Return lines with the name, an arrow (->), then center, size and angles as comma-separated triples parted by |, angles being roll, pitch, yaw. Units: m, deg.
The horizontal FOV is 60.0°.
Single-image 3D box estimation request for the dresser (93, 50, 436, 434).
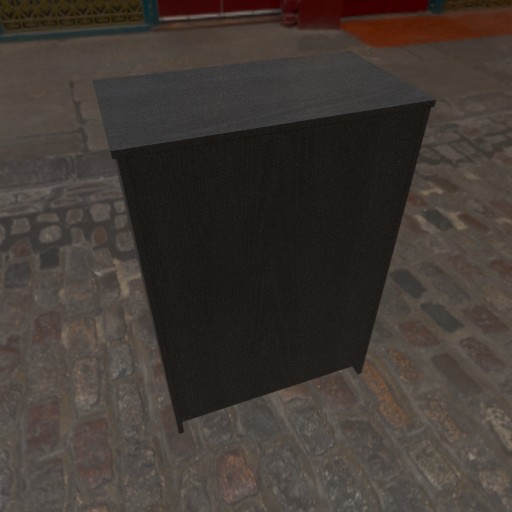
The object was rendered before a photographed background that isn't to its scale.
dresser -> 0.000, 0.000, 1.355 | 0.700, 1.020, 0.398 | -13, 42, -15
